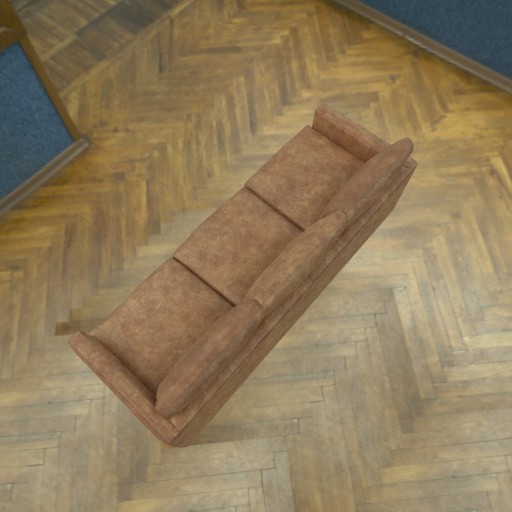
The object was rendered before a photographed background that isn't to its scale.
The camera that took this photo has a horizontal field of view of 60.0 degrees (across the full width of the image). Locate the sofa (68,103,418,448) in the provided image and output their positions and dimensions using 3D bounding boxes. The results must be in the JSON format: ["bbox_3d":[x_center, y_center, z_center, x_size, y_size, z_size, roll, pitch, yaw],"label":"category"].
[{"bbox_3d":[0.000,0.000,2.499,0.748,0.863,2.029,38,70,16],"label":"sofa"}]
